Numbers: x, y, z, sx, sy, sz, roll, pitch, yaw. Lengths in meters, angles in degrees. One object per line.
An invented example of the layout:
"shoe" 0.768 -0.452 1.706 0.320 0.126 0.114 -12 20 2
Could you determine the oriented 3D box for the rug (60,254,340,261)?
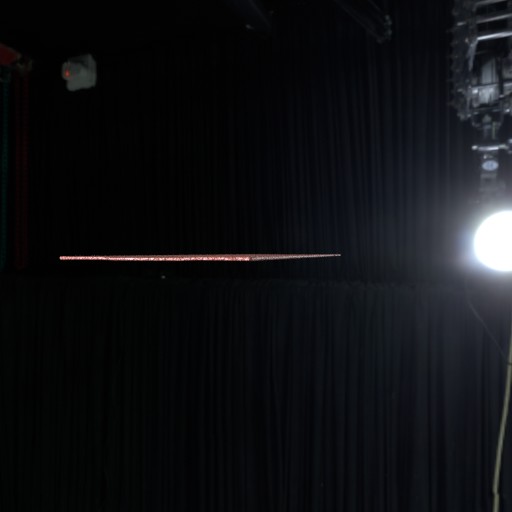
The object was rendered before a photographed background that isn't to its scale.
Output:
"rug" 0.000 0.000 2.494 0.687 0.012 2.307 0 0 17
